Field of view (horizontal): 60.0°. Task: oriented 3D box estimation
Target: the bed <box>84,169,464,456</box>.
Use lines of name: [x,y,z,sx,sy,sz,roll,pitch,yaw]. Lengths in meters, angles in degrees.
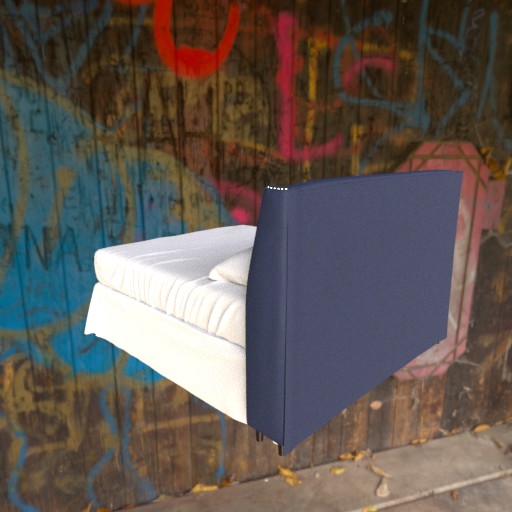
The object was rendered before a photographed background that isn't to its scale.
bed: [0.000,0.000,3.388,2.276,1.332,1.925,13,19,43]
